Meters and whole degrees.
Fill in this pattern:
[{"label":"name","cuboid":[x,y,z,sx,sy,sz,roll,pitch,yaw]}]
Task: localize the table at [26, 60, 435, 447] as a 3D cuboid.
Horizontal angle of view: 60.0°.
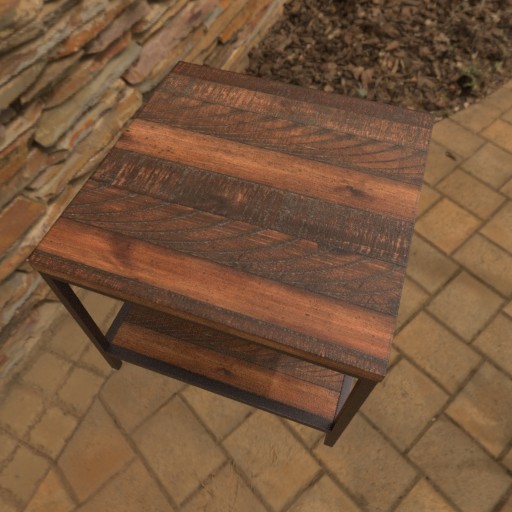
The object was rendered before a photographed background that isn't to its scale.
[{"label":"table","cuboid":[0.000,0.000,0.968,0.548,0.482,0.553,16,57,11]}]
